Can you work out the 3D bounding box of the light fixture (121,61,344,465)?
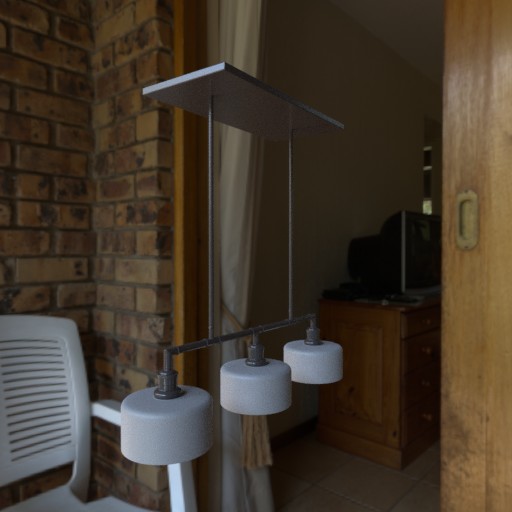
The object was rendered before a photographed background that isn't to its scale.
[{"bbox_3d":[0.000,0.000,0.841,0.177,0.557,0.582,1,1,36],"label":"light fixture"}]
